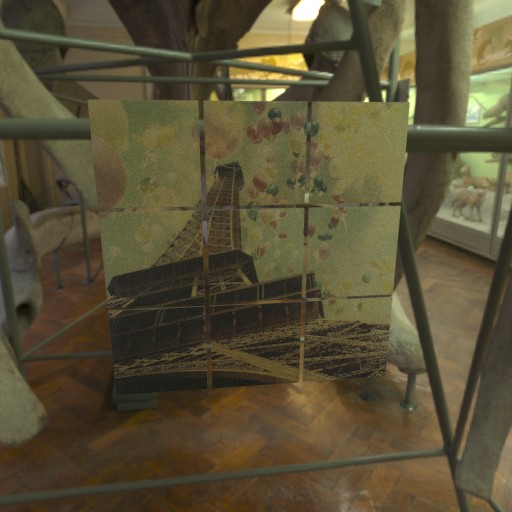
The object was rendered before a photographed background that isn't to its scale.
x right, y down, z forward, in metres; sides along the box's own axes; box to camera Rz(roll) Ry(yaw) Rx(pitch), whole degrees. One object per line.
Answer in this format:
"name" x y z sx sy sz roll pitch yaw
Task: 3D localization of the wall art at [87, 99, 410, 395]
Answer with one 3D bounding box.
"wall art" 0.000 0.000 2.276 1.517 1.505 0.002 -2 16 -7
